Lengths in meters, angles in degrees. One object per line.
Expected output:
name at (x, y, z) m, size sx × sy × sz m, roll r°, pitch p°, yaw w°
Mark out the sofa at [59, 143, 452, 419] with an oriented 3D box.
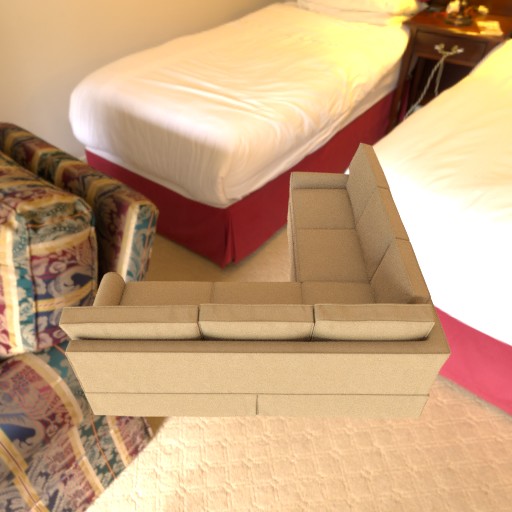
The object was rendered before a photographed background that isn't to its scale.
sofa at (0.000, 0.000, 4.263) m, size 2.733 × 1.124 × 2.730 m, roll 0°, pitch 42°, yaw 0°
